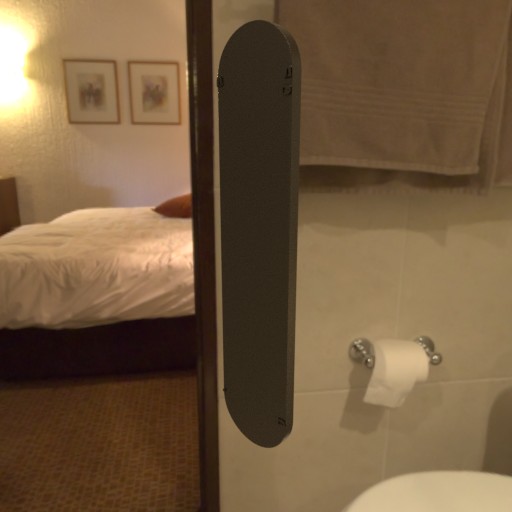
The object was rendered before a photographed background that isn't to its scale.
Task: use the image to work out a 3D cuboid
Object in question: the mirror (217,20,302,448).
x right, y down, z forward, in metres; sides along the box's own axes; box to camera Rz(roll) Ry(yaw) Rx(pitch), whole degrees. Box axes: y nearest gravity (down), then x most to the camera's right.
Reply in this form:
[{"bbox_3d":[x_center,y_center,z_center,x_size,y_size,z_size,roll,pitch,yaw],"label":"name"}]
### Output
[{"bbox_3d":[0.000,0.000,1.031,0.032,0.991,0.222,-14,20,-43],"label":"mirror"}]
